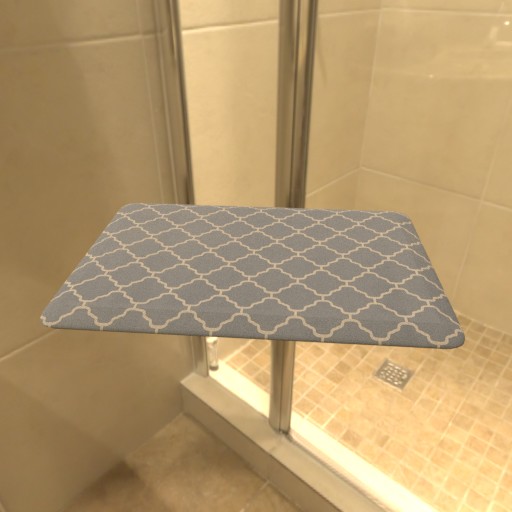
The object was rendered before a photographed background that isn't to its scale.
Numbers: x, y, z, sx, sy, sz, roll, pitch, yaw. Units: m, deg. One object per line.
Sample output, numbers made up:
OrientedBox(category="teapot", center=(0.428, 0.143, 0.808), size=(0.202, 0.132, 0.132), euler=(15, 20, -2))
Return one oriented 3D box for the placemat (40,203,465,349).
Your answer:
OrientedBox(category="placemat", center=(0.000, 0.000, 0.976), size=(0.762, 0.021, 0.508), euler=(2, 32, 4))
